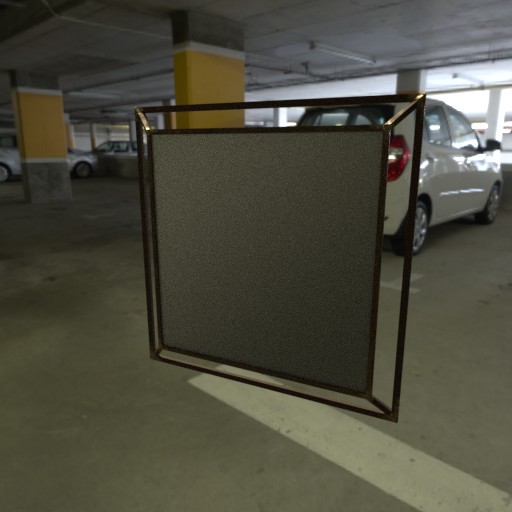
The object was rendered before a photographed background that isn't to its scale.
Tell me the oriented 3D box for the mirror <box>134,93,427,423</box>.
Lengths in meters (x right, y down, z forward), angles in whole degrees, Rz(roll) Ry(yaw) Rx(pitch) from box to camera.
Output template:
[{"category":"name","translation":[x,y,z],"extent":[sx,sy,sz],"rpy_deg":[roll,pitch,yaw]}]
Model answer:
[{"category":"mirror","translation":[0.000,0.000,0.919],"extent":[0.610,0.610,0.032],"rpy_deg":[7,15,26]}]
